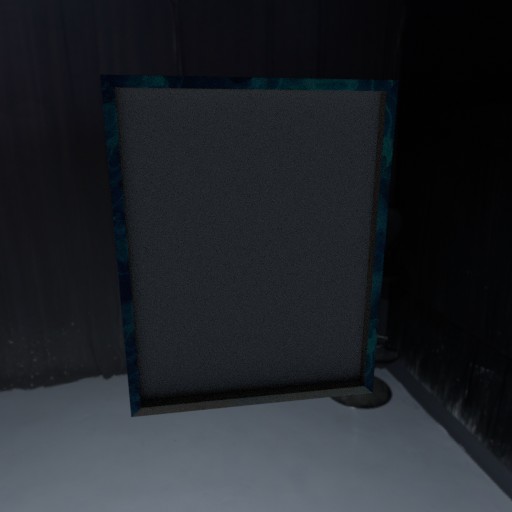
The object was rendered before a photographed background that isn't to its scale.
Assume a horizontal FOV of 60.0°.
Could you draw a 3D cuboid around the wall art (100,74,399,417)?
[{"bbox_3d":[0.000,0.000,1.017,0.609,0.760,0.038,-3,16,-9],"label":"wall art"}]
